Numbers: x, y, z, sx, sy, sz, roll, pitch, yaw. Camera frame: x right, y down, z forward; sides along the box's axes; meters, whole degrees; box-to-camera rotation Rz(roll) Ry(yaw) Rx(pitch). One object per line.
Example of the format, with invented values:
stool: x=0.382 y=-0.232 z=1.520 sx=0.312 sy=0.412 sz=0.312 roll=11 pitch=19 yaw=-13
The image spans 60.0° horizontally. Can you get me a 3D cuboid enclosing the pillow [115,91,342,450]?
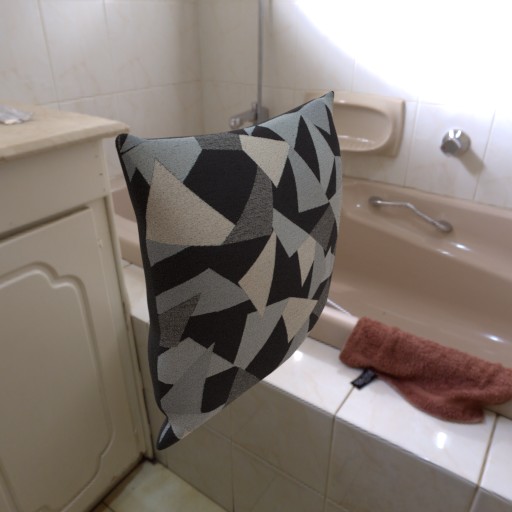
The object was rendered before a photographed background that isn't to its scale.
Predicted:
pillow: x=0.000 y=0.000 z=0.760 sx=0.208 sy=0.496 sz=0.503 roll=20 pitch=34 yaw=32
